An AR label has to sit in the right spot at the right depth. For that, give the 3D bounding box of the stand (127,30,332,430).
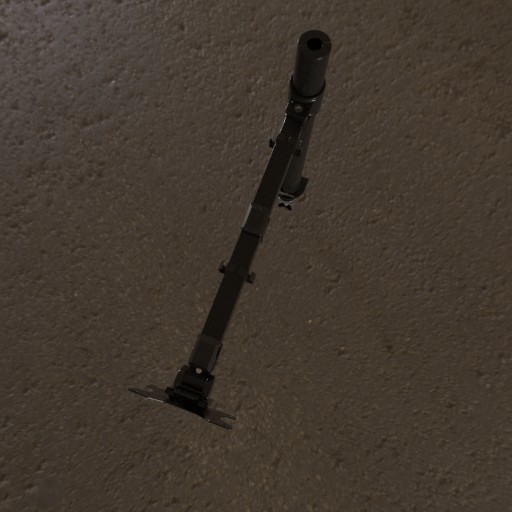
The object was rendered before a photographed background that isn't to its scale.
[{"bbox_3d":[0.000,0.000,0.704,0.115,0.510,0.456,19,76,5],"label":"stand"}]
